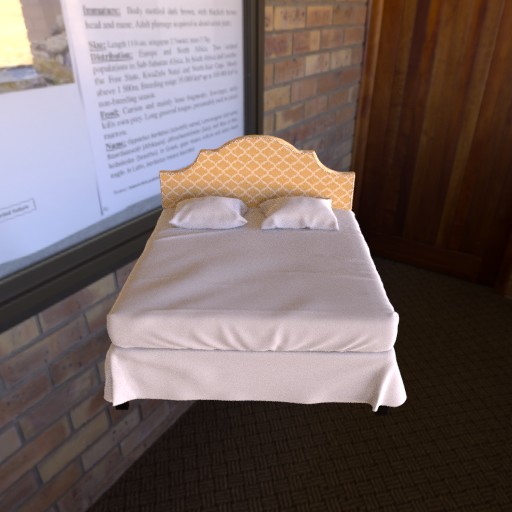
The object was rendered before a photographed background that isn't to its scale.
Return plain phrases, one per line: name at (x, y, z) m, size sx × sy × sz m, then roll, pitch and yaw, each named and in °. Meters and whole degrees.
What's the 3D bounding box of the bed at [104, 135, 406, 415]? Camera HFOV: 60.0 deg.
bed at (0.000, 0.000, 3.823) m, size 2.314 × 1.601 × 2.222 m, roll 1°, pitch 29°, yaw 1°
